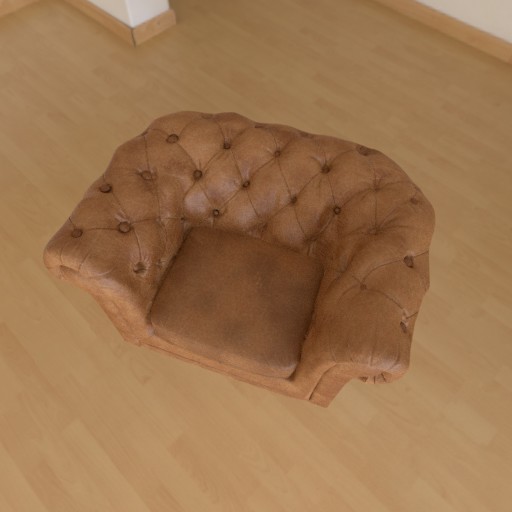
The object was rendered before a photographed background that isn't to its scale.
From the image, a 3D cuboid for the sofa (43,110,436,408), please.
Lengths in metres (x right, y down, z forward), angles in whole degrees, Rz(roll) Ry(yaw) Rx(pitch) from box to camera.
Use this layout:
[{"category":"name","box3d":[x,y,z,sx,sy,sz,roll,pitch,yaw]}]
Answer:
[{"category":"sofa","box3d":[0.000,0.000,2.056,1.405,0.878,1.033,16,60,10]}]
